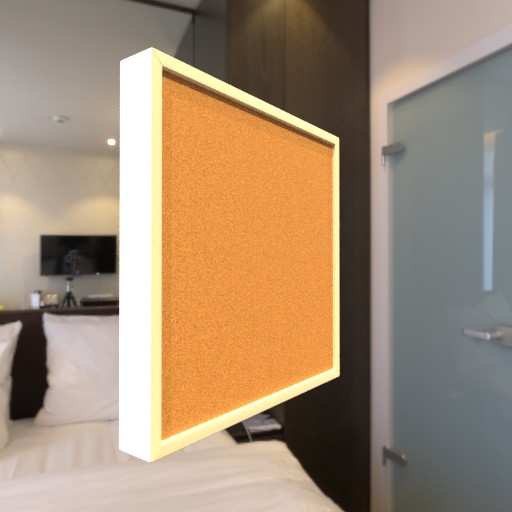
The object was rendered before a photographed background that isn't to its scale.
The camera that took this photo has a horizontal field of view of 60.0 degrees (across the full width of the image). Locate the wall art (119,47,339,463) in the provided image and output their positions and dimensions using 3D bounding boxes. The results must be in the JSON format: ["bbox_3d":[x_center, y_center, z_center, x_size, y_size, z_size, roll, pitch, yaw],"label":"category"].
[{"bbox_3d":[0.000,0.000,0.456,0.038,0.305,0.305,0,-1,37],"label":"wall art"}]
